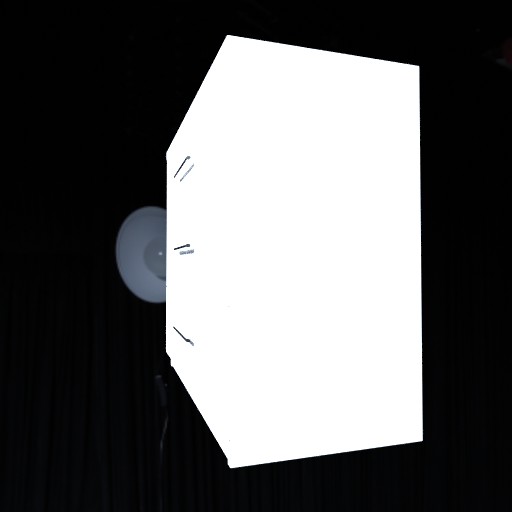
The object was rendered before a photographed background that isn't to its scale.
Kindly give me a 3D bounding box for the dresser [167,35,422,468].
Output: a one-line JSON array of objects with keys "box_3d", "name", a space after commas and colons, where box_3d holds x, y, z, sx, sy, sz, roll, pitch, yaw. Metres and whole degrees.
[{"box_3d": [0.000, 0.000, 1.206, 0.420, 0.740, 0.830, 0, -2, -18], "name": "dresser"}]
